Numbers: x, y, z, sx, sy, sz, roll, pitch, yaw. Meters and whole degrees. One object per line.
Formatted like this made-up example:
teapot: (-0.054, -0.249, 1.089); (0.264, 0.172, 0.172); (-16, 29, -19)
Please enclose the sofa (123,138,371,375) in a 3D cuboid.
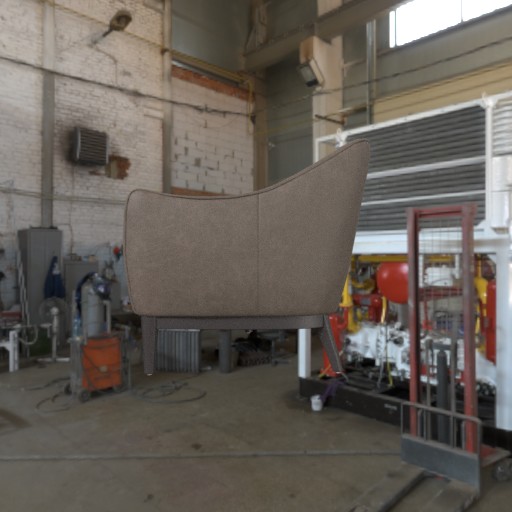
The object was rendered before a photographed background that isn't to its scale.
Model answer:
sofa: (0.000, 0.000, 2.393); (0.869, 0.831, 1.928); (0, 0, 1)
